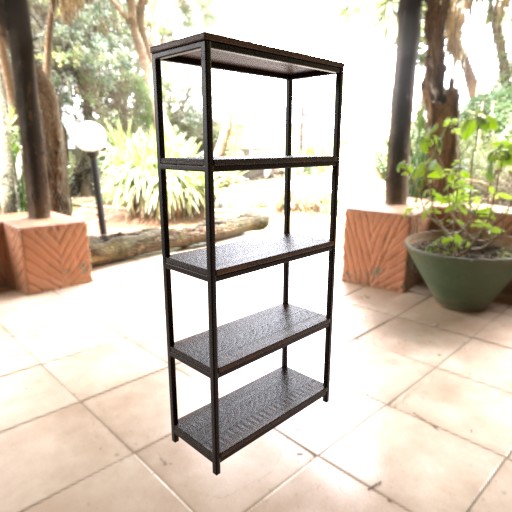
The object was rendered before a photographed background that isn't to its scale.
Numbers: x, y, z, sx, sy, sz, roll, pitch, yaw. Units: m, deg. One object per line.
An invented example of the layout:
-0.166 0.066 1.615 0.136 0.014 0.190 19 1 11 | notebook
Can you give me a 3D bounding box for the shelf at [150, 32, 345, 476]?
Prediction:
0.000 0.000 2.224 0.874 1.860 0.359 -14 19 -43 | shelf
